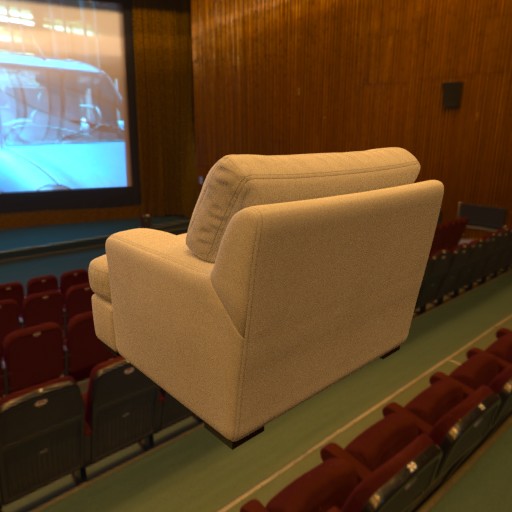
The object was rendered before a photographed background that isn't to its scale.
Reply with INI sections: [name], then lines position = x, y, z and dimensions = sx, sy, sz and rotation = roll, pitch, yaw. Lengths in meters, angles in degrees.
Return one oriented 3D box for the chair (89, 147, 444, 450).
[chair]
position = 0.000, 0.000, 1.952
dimensions = 1.140, 0.930, 1.158
rotation = -14, 21, -40
